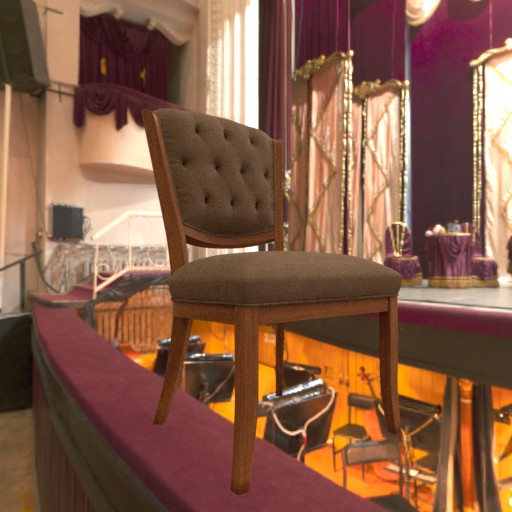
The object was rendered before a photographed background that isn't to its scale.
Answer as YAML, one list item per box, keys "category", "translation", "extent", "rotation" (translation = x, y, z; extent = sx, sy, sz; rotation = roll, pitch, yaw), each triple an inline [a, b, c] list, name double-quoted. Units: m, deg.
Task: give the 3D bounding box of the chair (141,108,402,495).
- category: "chair"
  translation: [0.000, 0.000, 1.211]
  extent: [0.513, 0.905, 0.584]
  rotation: [1, -1, -37]
